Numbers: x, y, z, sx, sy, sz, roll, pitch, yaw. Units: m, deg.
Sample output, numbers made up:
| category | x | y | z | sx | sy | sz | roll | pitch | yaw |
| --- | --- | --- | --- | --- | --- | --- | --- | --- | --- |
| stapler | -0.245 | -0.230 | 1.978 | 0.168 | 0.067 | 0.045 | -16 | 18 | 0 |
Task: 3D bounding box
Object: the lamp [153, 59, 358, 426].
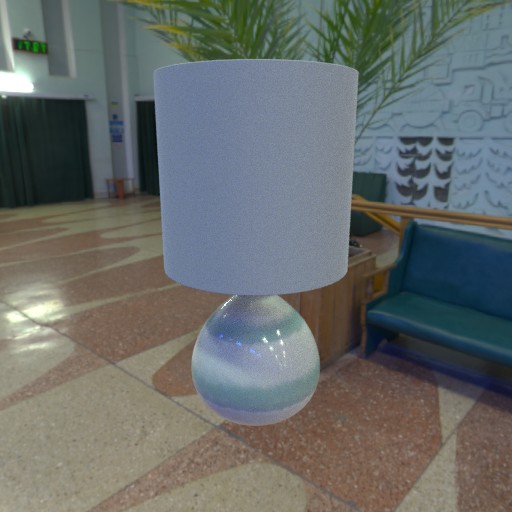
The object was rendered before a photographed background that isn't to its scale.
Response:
| category | x | y | z | sx | sy | sz | roll | pitch | yaw |
| --- | --- | --- | --- | --- | --- | --- | --- | --- | --- |
| lamp | 0.000 | 0.000 | 0.532 | 0.217 | 0.404 | 0.217 | 14 | 21 | 42 |
